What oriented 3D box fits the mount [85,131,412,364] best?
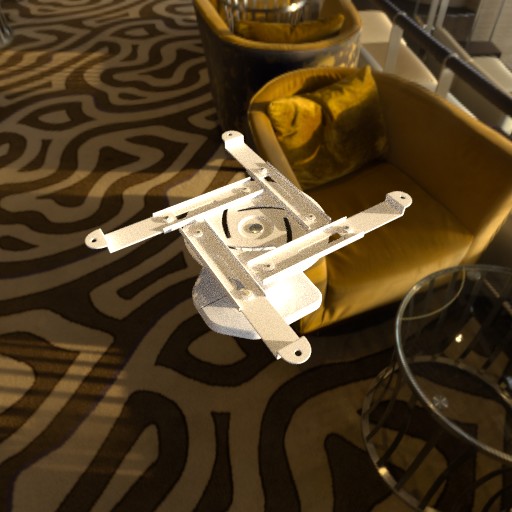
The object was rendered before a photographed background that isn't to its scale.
[{"bbox_3d":[0.000,0.000,0.612,0.394,0.141,0.394,-25,51,-21],"label":"mount"}]
